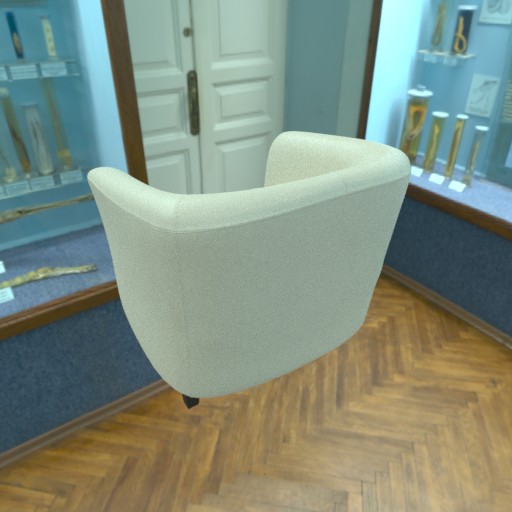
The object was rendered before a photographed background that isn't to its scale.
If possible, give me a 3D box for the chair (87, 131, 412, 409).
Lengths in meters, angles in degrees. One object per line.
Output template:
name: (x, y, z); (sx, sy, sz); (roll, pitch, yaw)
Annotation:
chair: (0.000, 0.000, 1.392); (0.792, 0.756, 0.727); (-19, 36, -27)
